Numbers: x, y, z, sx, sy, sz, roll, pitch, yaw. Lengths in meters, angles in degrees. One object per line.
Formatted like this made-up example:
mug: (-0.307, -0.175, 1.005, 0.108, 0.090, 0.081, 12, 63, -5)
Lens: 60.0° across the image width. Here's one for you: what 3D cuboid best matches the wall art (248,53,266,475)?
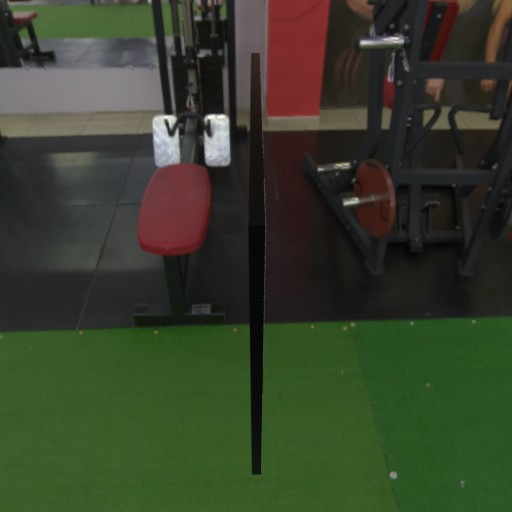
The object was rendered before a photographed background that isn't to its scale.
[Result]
wall art: (0.000, 0.000, 0.660, 0.014, 0.445, 0.446, 0, 40, 0)
